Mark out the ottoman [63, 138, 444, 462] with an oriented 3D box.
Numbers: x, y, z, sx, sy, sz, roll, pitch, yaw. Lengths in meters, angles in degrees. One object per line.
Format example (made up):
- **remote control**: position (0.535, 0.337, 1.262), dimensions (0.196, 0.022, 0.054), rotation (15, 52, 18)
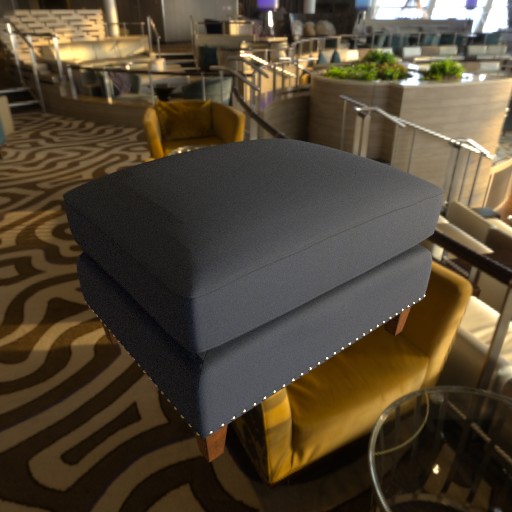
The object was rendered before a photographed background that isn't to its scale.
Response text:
- **ottoman**: position (0.000, 0.000, 1.143), dimensions (0.741, 0.513, 0.584), rotation (-22, 36, -34)
